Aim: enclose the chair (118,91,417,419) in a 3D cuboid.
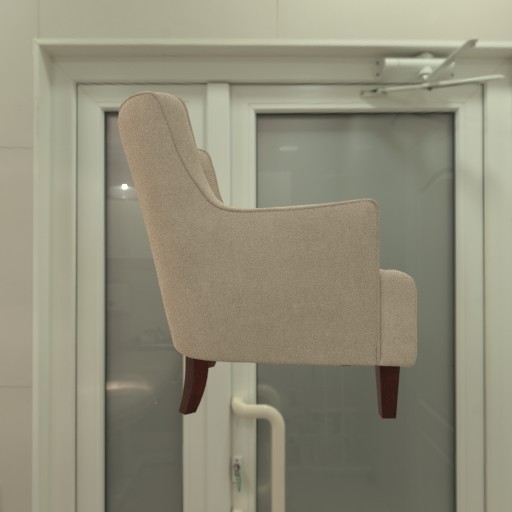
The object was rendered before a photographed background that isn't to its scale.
[{"bbox_3d":[0.000,0.000,1.577,0.910,0.920,0.781,0,0,0],"label":"chair"}]
